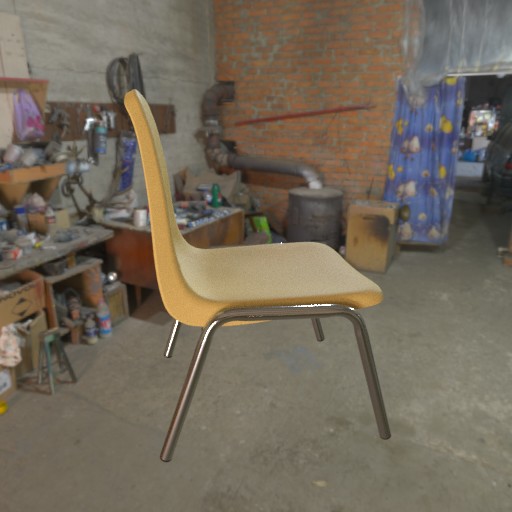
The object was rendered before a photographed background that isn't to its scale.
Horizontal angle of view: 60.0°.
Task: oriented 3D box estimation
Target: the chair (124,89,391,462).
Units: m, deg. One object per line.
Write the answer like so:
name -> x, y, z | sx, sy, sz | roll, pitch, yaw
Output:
chair -> 0.000, 0.000, 0.769 | 0.385, 0.536, 0.354 | -3, 17, -10
